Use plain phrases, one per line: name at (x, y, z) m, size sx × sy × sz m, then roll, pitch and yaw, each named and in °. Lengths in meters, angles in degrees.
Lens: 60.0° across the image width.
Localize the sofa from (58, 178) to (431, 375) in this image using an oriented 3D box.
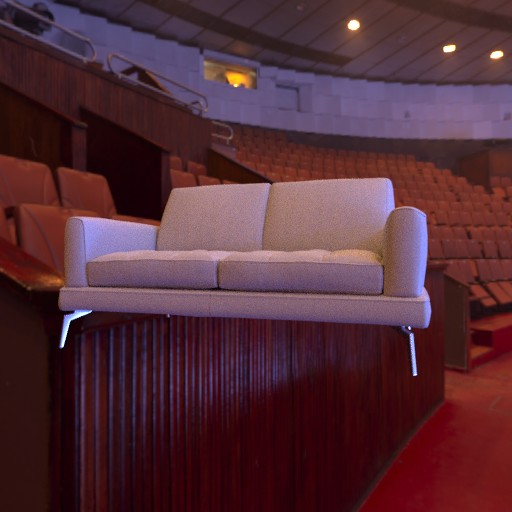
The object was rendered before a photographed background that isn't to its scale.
sofa at (0.000, 0.000, 2.504) m, size 1.819 × 0.930 × 1.121 m, roll 0°, pitch 0°, yaw 18°
